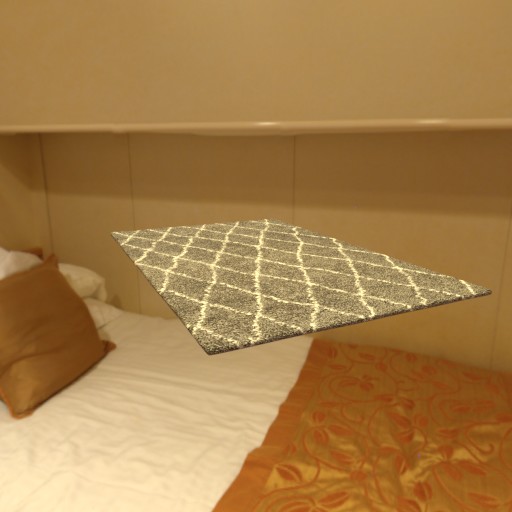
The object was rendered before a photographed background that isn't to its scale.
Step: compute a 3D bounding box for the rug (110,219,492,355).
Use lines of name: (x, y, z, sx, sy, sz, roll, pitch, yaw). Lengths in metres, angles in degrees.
rug: (0.000, 0.000, 3.422, 1.778, 0.030, 2.743, -7, 16, -25)
